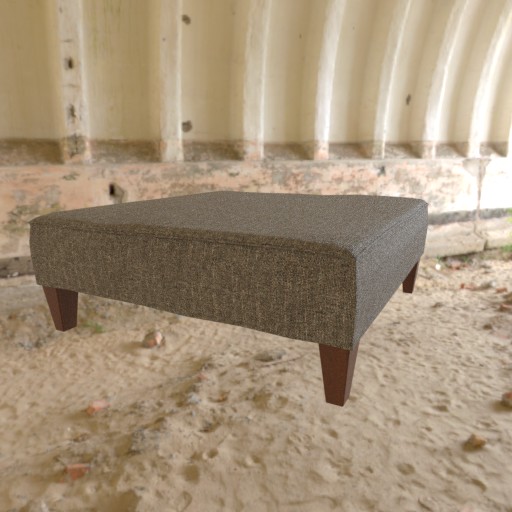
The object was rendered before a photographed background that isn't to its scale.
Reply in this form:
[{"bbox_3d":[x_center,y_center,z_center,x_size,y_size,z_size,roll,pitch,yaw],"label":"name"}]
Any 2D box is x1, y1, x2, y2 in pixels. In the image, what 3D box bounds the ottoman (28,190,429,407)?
[{"bbox_3d":[0.000,0.000,1.508,0.981,0.379,1.016,7,15,27],"label":"ottoman"}]
